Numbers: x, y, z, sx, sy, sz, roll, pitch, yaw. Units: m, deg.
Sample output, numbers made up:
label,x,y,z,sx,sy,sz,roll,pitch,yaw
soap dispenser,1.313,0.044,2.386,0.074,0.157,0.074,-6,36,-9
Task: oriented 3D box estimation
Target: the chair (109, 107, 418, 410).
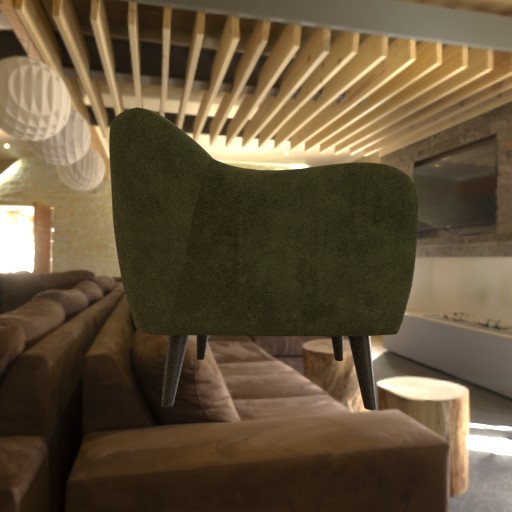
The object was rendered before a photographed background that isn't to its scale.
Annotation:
label,x,y,z,sx,sy,sz,roll,pitch,yaw
chair,0.000,0.000,1.455,0.819,0.804,0.840,0,0,2
